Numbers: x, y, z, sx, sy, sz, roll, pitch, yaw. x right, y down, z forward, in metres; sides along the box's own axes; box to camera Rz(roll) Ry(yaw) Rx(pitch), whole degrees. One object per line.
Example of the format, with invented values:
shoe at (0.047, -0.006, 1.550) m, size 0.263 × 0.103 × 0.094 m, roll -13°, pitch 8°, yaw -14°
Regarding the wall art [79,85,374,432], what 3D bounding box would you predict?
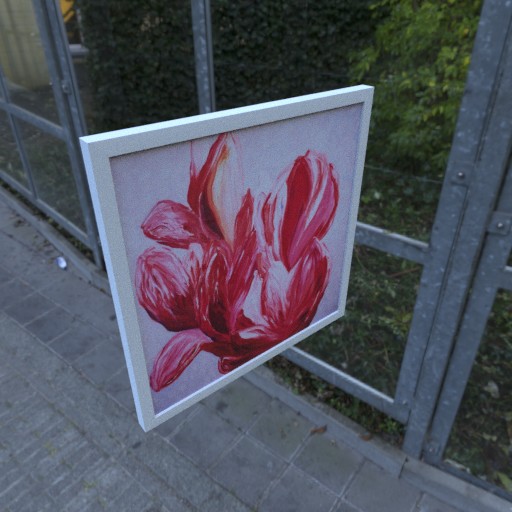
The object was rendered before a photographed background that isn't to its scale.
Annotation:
wall art at (0.000, 0.000, 0.694) m, size 0.455 × 0.453 × 0.023 m, roll -23°, pitch 38°, yaw -32°
